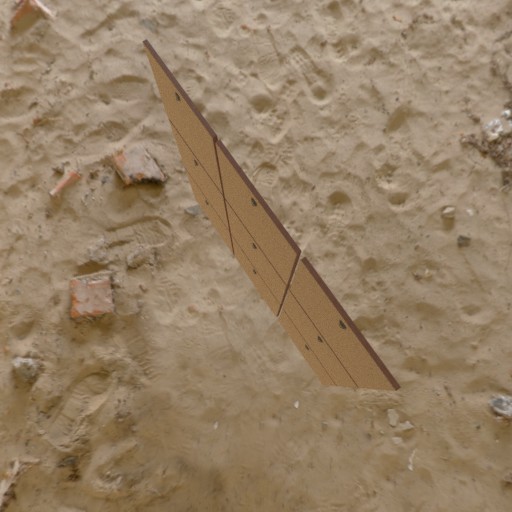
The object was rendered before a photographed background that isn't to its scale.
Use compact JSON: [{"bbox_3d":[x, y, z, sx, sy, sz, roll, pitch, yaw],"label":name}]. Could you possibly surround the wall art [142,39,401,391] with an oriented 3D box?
[{"bbox_3d":[0.000,0.000,1.792,0.024,1.218,1.221,-33,77,-9],"label":"wall art"}]
